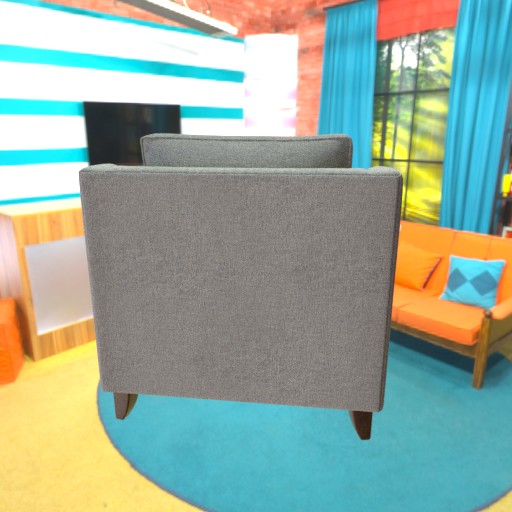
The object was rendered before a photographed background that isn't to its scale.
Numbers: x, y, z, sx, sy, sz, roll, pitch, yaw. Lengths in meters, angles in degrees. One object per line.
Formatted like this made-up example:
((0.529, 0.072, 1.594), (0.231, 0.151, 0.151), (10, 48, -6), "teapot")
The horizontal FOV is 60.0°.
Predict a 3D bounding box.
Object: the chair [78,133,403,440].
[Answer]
((0.000, 0.000, 1.618), (0.838, 0.864, 0.918), (2, 16, 7), "chair")
